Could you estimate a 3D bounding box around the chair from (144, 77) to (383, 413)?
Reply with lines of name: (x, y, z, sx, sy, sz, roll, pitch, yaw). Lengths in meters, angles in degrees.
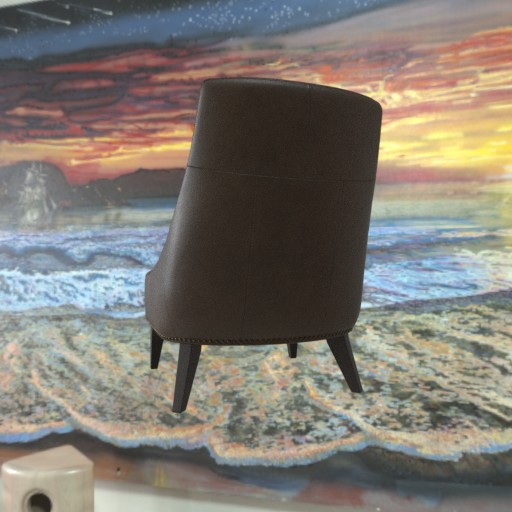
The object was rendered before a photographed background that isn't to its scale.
chair: (0.000, 0.000, 1.554, 0.701, 0.909, 0.861, 0, -1, -19)
